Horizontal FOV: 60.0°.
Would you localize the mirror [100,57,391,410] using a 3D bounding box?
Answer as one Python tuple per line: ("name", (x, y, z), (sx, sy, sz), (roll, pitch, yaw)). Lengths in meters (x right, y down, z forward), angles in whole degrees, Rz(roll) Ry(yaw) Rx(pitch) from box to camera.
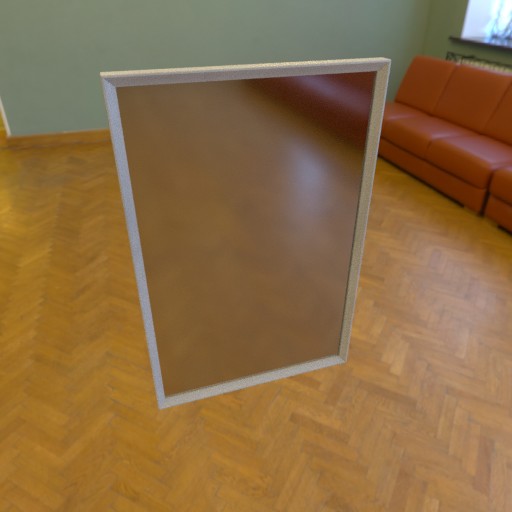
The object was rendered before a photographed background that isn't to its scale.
("mirror", (0.000, 0.000, 1.144), (0.609, 0.915, 0.041), (-10, 33, -15))
